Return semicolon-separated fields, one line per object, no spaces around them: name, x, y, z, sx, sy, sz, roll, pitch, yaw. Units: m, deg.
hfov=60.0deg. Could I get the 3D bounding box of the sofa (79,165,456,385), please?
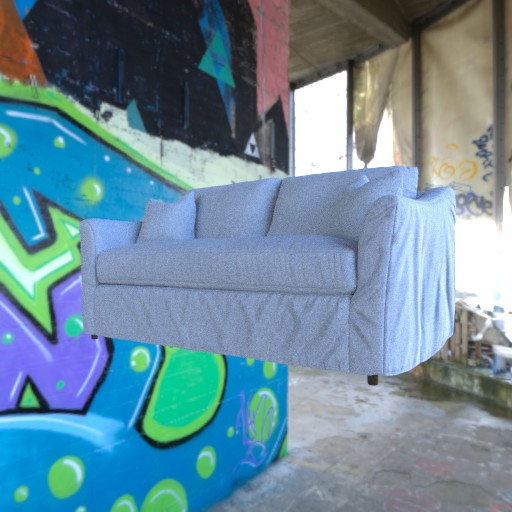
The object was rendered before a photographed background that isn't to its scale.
sofa;0.000;0.000;2.604;2.010;1.018;1.072;-1;-1;35
